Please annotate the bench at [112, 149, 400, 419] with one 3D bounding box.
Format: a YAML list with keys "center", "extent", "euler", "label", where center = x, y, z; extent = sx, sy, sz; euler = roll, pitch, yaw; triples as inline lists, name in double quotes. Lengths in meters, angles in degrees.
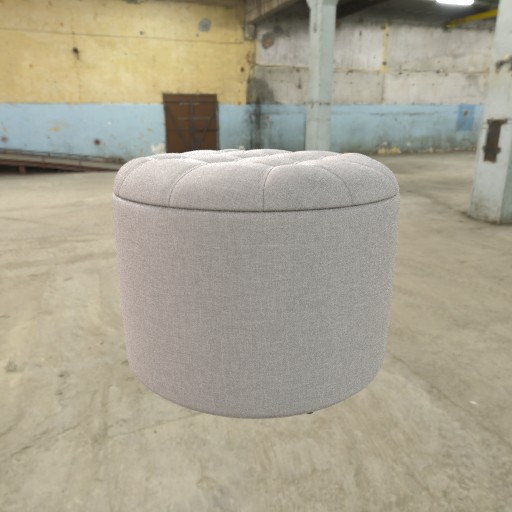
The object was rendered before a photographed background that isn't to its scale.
- center: [0.000, 0.000, 1.004]
  extent: [0.600, 0.453, 0.600]
  euler: [0, 17, 0]
  label: "bench"
